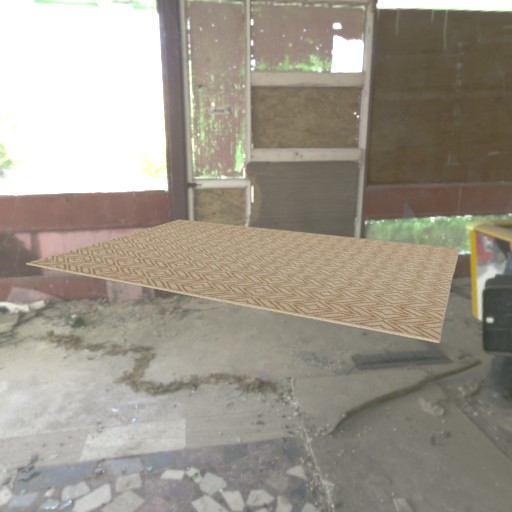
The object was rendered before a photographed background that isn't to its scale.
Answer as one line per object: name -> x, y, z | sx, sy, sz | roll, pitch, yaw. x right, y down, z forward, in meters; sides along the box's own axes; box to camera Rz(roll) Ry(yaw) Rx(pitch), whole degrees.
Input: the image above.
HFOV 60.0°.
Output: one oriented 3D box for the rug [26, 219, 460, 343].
rug -> 0.000, 0.000, 2.233 | 1.828, 0.007, 1.220 | 8, 17, 25
